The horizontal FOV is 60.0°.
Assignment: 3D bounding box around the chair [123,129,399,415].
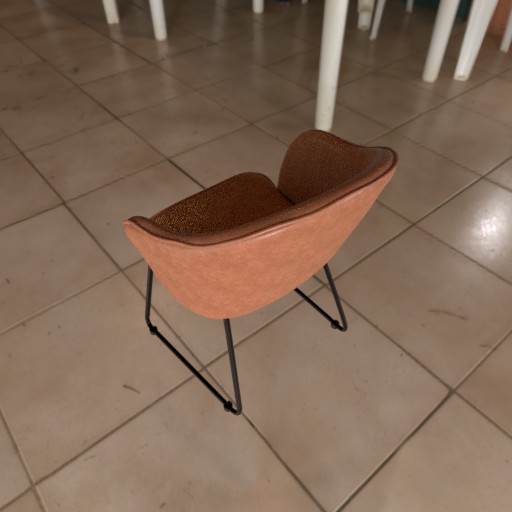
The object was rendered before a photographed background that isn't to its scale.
[{"bbox_3d":[0.000,0.000,1.187,0.582,0.785,0.580,-32,53,-27],"label":"chair"}]
